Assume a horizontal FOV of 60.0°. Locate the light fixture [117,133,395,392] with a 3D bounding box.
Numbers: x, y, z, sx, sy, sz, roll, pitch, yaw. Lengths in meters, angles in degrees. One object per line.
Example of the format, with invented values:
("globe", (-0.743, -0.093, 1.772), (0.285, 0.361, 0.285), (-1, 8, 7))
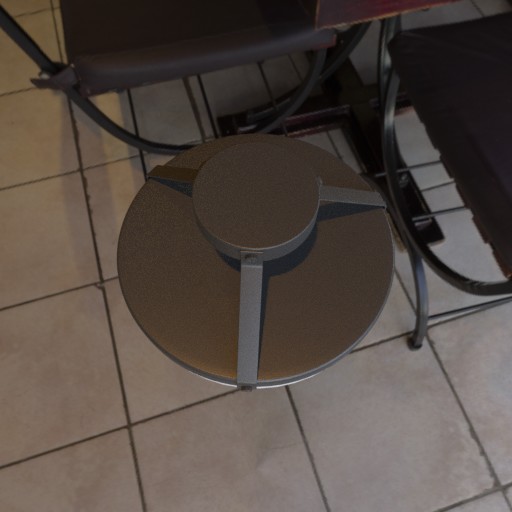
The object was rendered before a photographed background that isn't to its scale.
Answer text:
("light fixture", (0.000, 0.000, 0.520), (0.304, 0.269, 0.304), (0, 64, 0))
